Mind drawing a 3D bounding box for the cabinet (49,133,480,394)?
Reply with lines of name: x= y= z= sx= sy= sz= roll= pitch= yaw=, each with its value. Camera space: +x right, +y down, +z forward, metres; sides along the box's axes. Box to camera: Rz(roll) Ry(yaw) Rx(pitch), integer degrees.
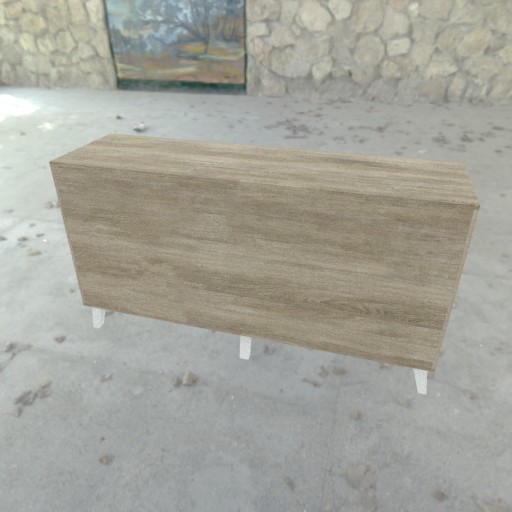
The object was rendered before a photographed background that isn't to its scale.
cabinet: x=0.000 y=0.000 z=1.993 sx=1.600 sy=0.870 sz=0.450 roll=8 pitch=31 yaw=14
